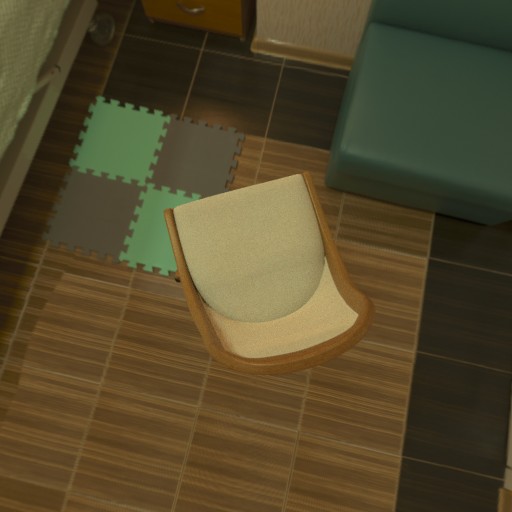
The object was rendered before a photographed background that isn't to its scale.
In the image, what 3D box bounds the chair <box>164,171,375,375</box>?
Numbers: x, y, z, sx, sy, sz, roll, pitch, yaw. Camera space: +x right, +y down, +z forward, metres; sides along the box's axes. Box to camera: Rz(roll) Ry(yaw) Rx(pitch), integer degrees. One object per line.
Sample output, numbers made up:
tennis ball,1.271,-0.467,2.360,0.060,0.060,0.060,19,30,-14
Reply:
chair,0.000,0.000,1.555,0.702,1.009,0.811,-16,76,-4
